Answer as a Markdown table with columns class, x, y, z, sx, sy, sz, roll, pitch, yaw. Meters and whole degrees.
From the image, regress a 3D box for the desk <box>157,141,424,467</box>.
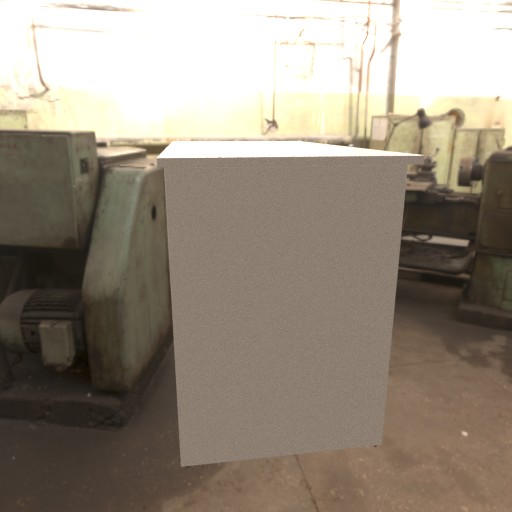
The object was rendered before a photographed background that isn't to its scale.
| class | x | y | z | sx | sy | sz | roll | pitch | yaw |
| --- | --- | --- | --- | --- | --- | --- | --- | --- | --- |
| desk | 0.000 | 0.000 | 1.528 | 0.560 | 0.735 | 1.097 | -2 | 16 | -8 |
